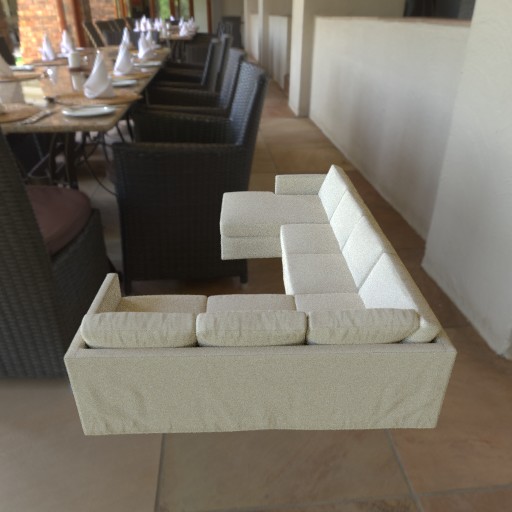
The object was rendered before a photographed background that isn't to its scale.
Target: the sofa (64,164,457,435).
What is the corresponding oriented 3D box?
[{"bbox_3d":[0.000,0.000,4.329,2.448,0.882,3.464,-1,29,-2],"label":"sofa"}]
